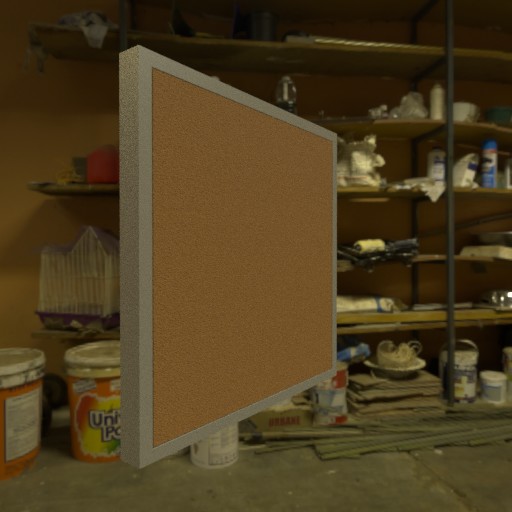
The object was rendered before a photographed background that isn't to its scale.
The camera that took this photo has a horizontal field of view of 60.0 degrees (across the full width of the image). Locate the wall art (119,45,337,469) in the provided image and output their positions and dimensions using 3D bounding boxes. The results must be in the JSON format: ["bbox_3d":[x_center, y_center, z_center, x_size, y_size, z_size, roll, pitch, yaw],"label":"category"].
[{"bbox_3d":[0.000,0.000,0.740,0.038,0.506,0.506,1,1,38],"label":"wall art"}]
